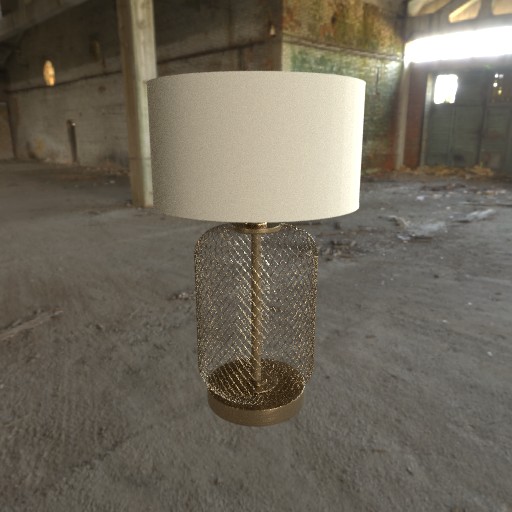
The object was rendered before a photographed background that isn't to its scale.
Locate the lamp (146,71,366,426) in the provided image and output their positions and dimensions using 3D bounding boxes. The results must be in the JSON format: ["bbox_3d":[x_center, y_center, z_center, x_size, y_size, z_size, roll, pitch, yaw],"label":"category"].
[{"bbox_3d":[0.000,0.000,0.803,0.353,0.578,0.353,0,15,0],"label":"lamp"}]
